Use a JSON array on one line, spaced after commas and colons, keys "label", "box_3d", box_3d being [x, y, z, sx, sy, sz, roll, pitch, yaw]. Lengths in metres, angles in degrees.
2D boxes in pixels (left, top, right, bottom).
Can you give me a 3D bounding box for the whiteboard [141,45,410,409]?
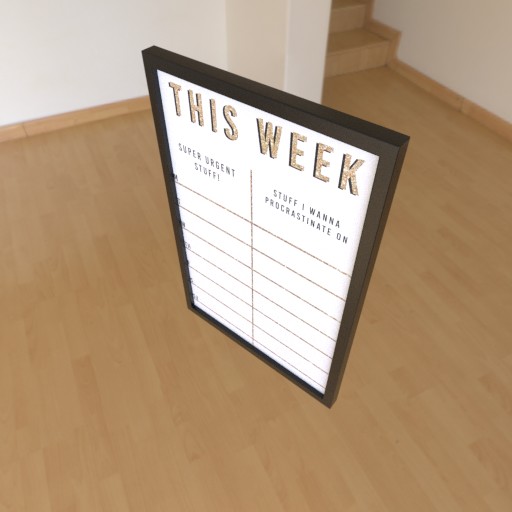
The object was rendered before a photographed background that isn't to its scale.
[{"label": "whiteboard", "box_3d": [0.000, 0.000, 0.776, 0.406, 0.611, 0.026, 30, 53, 26]}]
